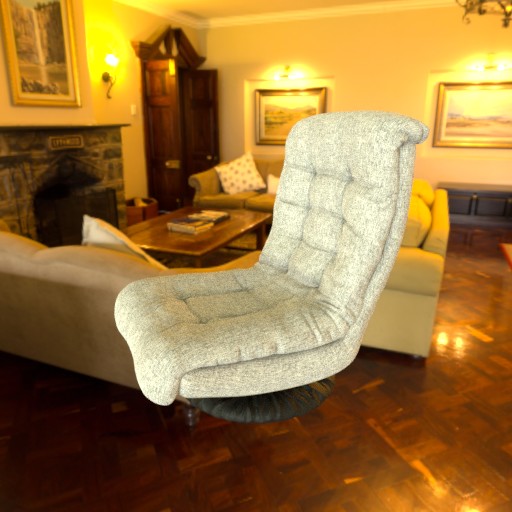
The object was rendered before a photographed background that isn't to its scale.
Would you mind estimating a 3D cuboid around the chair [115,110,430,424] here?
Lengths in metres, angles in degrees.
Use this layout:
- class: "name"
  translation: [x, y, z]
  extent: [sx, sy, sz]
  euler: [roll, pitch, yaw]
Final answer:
- class: "chair"
  translation: [0.000, 0.000, 0.958]
  extent: [0.583, 0.600, 0.400]
  euler: [-8, 19, -25]
